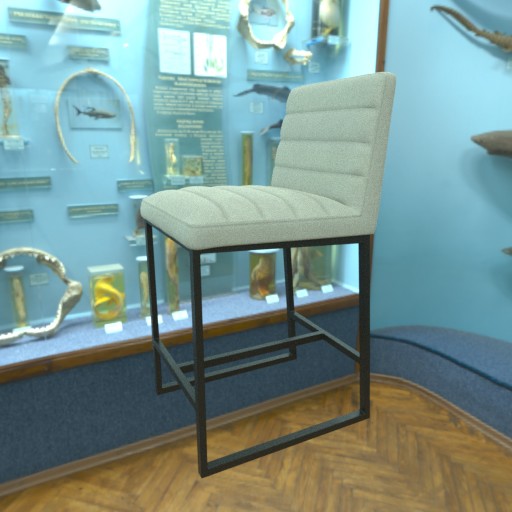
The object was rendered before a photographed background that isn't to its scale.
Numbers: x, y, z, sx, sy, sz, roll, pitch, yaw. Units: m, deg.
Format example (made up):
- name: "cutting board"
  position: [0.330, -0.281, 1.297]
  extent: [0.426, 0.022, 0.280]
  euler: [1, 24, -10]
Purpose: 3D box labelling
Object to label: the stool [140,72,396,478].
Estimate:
- name: "stool"
  position: [0.000, 0.000, 1.268]
  extent: [0.567, 0.971, 0.459]
  euler: [-8, 17, -26]
